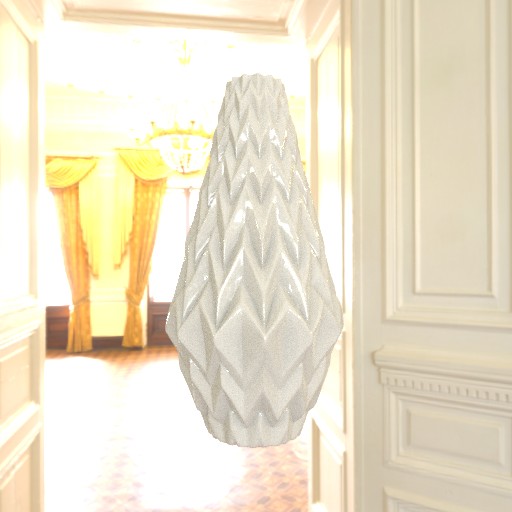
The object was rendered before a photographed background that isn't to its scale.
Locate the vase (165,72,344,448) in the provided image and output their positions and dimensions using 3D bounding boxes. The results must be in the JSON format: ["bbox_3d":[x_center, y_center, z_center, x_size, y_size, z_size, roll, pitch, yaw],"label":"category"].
[{"bbox_3d":[0.000,0.000,0.422,0.167,0.328,0.167,0,0,0],"label":"vase"}]
